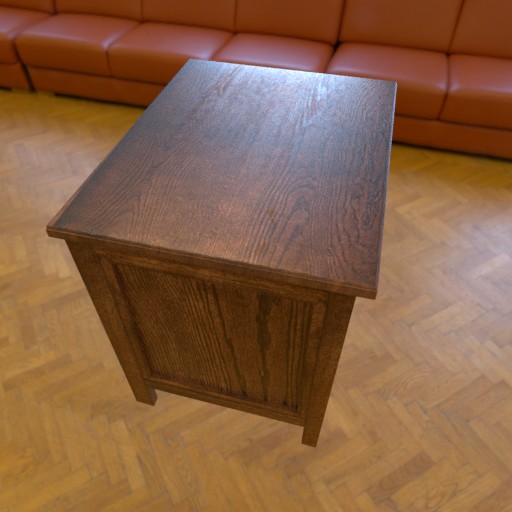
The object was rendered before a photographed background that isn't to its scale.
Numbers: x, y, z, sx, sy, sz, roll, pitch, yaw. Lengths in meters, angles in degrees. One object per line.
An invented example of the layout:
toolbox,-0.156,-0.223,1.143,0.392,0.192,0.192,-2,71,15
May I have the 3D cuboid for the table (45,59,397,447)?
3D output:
table,0.000,0.000,0.993,0.461,0.597,0.586,11,48,10
